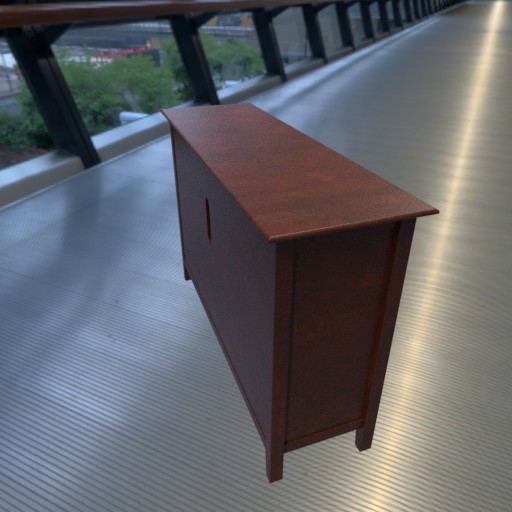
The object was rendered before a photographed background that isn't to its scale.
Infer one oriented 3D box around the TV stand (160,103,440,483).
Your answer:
[{"bbox_3d":[0.000,0.000,1.787,0.445,0.915,1.372,-10,32,-17],"label":"TV stand"}]
